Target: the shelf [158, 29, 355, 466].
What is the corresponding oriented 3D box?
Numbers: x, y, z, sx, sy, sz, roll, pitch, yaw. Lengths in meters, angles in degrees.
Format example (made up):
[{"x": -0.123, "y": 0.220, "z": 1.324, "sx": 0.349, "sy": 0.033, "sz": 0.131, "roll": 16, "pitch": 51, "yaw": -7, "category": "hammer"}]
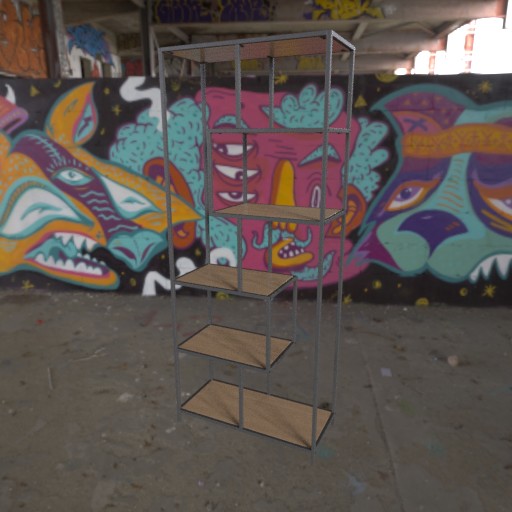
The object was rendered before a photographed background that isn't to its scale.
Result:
[{"x": 0.000, "y": 0.000, "z": 2.137, "sx": 0.770, "sy": 1.850, "sz": 0.350, "roll": 7, "pitch": 17, "yaw": 25, "category": "shelf"}]
